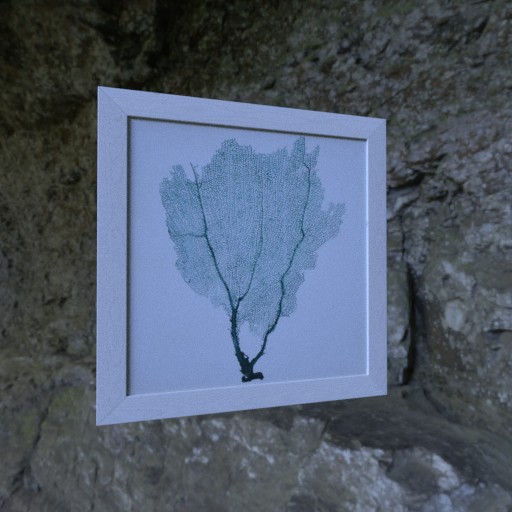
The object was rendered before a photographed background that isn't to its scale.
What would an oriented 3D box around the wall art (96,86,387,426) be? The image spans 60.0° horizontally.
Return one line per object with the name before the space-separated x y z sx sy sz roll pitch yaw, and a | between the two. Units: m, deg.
wall art | 0.000 0.000 0.848 0.572 0.577 0.015 0 -1 -18
